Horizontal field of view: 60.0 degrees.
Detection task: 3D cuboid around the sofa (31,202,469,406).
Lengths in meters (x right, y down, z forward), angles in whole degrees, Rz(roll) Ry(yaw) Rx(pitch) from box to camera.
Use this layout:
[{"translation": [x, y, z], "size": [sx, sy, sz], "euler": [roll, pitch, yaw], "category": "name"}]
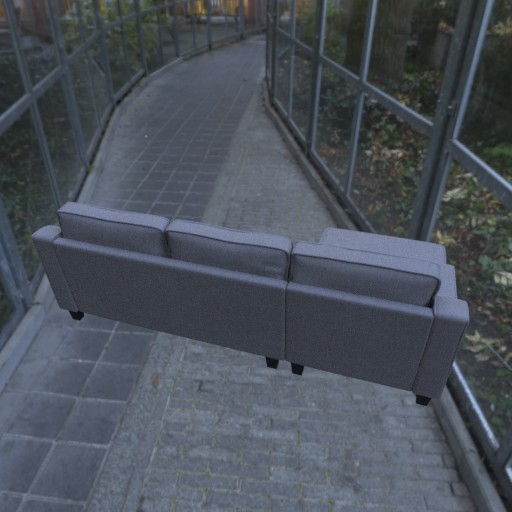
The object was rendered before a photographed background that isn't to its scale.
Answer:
[{"translation": [0.000, 0.000, 3.099], "size": [2.561, 0.928, 1.294], "euler": [10, 34, 15], "category": "sofa"}]
